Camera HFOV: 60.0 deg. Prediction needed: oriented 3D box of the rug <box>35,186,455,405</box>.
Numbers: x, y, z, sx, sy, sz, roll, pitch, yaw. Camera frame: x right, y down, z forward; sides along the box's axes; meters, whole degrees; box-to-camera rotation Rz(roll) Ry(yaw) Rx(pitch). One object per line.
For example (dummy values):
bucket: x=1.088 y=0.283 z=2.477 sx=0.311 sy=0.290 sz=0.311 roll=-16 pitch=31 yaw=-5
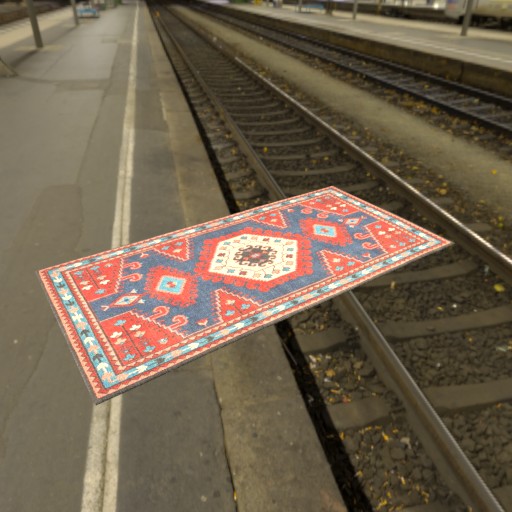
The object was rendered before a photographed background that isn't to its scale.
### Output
rug: x=0.000 y=0.000 z=3.555 sx=3.032 sy=0.034 sz=1.522 roll=-19 pitch=36 yaw=-28
